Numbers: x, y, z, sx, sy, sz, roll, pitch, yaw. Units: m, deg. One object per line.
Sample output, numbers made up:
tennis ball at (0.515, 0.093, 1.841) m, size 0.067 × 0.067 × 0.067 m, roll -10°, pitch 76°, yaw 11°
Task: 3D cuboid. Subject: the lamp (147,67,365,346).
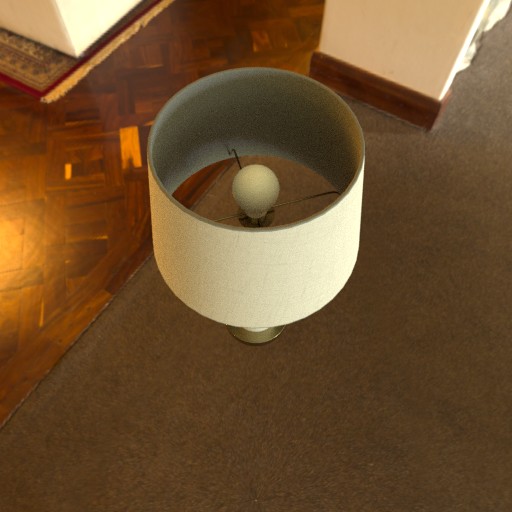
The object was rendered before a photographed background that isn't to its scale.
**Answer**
lamp at (0.000, 0.000, 0.738) m, size 0.309 × 0.545 × 0.309 m, roll 0°, pitch 61°, yaw 0°
